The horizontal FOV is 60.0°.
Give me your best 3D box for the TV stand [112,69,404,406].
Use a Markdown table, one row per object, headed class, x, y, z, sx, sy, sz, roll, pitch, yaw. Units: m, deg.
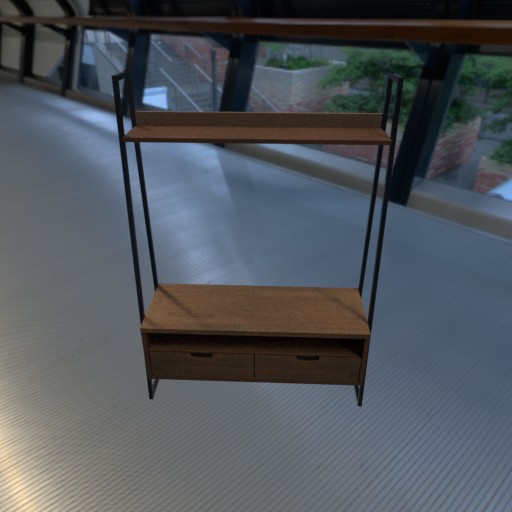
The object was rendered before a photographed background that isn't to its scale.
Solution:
| class | x | y | z | sx | sy | sz | roll | pitch | yaw |
| --- | --- | --- | --- | --- | --- | --- | --- | --- | --- |
| TV stand | 0.000 | 0.000 | 2.333 | 1.250 | 1.772 | 0.432 | 1 | 30 | 2 |
